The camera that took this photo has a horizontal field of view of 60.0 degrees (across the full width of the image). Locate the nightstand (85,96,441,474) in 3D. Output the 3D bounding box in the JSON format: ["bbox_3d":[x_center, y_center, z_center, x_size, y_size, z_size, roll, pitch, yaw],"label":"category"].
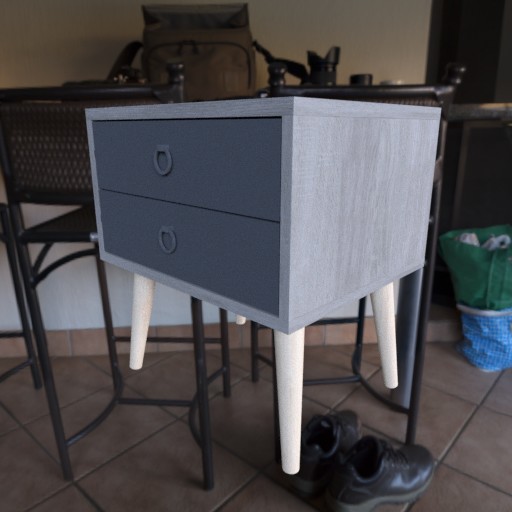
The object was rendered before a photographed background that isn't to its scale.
[{"bbox_3d":[0.000,0.000,0.790,0.450,0.500,0.380,15,22,42],"label":"nightstand"}]
